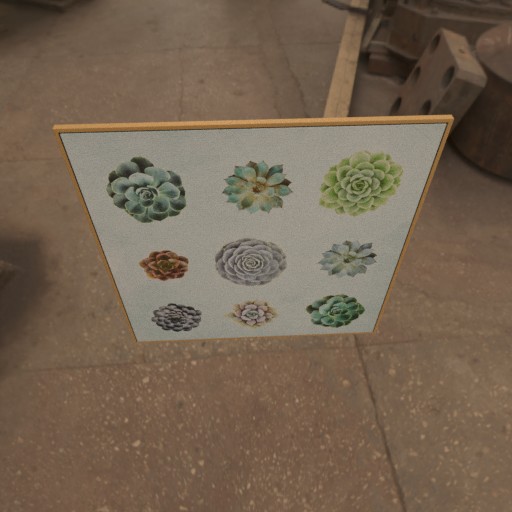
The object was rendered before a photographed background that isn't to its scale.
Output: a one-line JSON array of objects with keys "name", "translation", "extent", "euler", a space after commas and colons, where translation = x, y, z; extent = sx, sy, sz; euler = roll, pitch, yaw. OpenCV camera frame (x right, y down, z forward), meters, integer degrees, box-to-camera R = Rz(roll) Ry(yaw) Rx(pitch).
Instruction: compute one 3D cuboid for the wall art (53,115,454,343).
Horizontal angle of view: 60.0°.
[{"name": "wall art", "translation": [0.000, 0.000, 0.971], "extent": [0.657, 0.655, 0.014], "euler": [-2, 48, -2]}]
